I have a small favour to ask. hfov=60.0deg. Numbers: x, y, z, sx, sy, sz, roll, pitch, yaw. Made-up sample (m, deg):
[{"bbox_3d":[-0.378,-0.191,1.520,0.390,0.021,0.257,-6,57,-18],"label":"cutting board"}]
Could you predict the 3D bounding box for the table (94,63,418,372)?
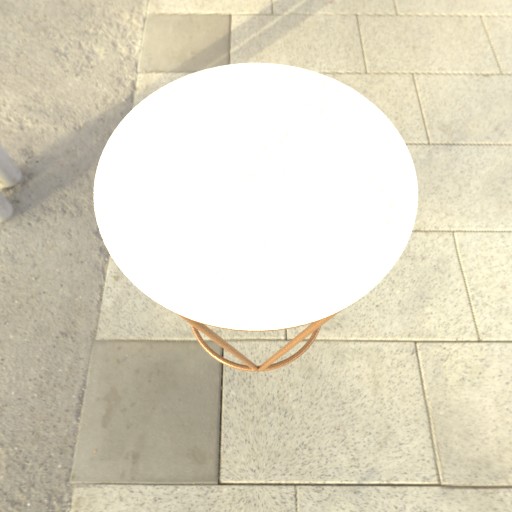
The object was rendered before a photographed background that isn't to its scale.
[{"bbox_3d":[0.000,0.000,0.941,0.500,0.564,0.500,0,63,0],"label":"table"}]
